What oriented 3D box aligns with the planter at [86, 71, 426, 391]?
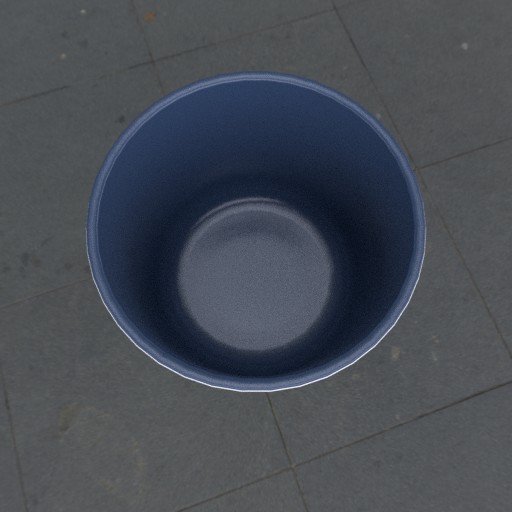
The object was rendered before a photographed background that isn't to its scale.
[{"bbox_3d":[0.000,0.000,0.387,0.224,0.203,0.224,0,74,0],"label":"planter"}]
